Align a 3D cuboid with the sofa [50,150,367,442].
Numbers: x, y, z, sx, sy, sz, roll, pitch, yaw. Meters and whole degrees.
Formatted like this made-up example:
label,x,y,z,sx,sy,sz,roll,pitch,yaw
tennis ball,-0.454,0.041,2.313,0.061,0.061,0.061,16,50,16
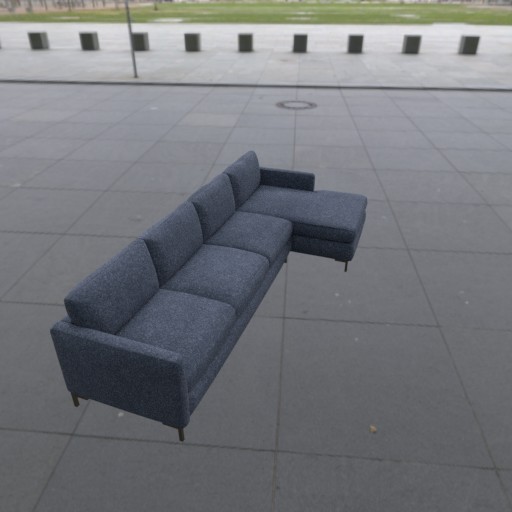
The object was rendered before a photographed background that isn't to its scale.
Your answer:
label,x,y,z,sx,sy,sz,roll,pitch,yaw
sofa,0.000,0.000,3.458,1.350,0.810,2.932,11,32,17
